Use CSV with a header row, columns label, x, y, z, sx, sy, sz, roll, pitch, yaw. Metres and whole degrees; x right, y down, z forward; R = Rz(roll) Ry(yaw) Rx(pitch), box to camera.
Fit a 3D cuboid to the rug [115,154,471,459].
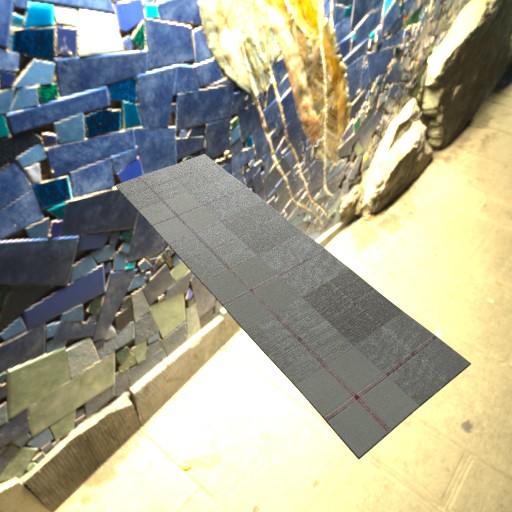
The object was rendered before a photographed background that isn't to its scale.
label,x,y,z,sx,sy,sz,roll,pitch,yaw
rug,0.000,0.000,2.671,0.762,0.013,2.439,-26,49,-26
